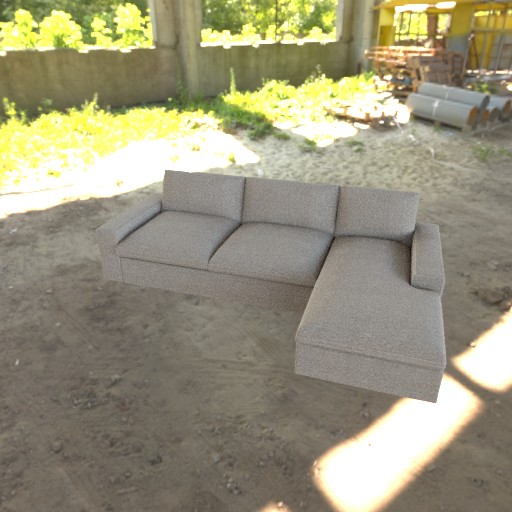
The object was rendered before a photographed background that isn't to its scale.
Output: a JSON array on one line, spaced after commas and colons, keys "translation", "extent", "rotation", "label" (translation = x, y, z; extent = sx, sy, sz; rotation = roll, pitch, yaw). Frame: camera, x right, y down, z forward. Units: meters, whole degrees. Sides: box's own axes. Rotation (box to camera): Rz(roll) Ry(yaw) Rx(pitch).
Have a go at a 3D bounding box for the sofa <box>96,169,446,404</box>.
[{"translation": [0.000, 0.000, 3.457], "extent": [2.718, 0.813, 1.689], "rotation": [8, 28, 16], "label": "sofa"}]
